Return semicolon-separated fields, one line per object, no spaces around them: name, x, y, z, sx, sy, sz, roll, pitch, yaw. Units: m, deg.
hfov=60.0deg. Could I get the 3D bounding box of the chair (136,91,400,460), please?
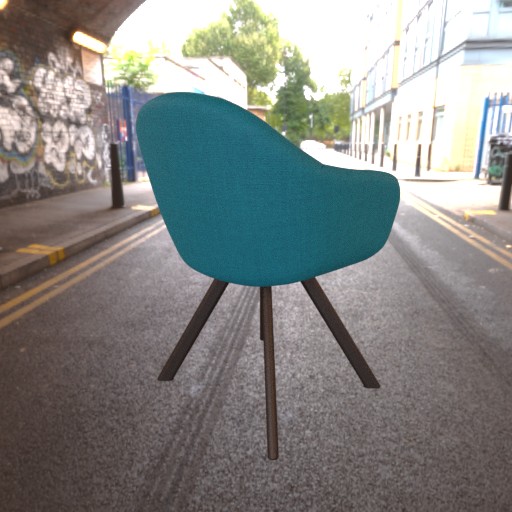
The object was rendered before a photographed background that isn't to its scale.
chair;0.000;0.000;1.185;0.550;0.795;0.590;-14;20;-42
